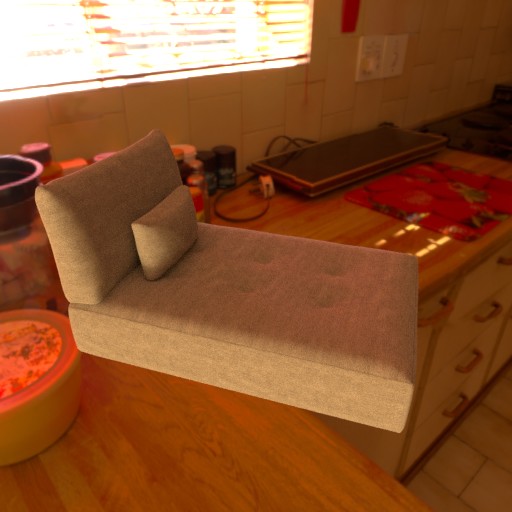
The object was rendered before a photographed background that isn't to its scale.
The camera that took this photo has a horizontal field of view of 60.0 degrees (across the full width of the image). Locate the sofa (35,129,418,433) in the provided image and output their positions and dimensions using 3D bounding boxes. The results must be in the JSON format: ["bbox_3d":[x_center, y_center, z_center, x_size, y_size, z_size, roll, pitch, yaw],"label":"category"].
[{"bbox_3d":[0.000,0.000,1.982,1.450,0.820,0.930,9,32,16],"label":"sofa"}]
